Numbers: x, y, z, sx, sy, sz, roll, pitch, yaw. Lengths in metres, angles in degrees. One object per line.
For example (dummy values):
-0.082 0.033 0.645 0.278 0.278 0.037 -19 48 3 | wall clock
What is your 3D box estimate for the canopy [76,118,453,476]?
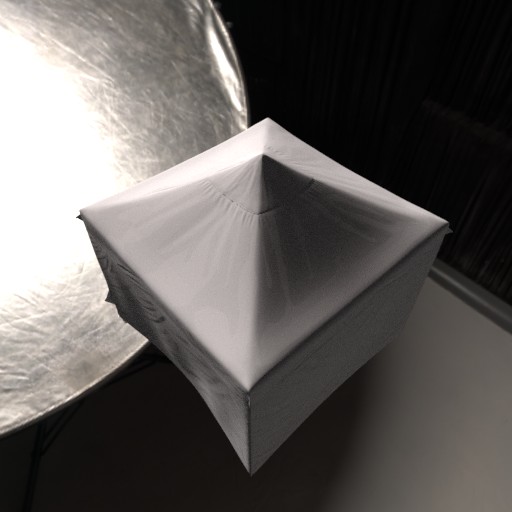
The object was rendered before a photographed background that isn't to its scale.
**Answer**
0.000 0.000 5.402 3.043 2.997 3.121 -34 56 -27 | canopy
